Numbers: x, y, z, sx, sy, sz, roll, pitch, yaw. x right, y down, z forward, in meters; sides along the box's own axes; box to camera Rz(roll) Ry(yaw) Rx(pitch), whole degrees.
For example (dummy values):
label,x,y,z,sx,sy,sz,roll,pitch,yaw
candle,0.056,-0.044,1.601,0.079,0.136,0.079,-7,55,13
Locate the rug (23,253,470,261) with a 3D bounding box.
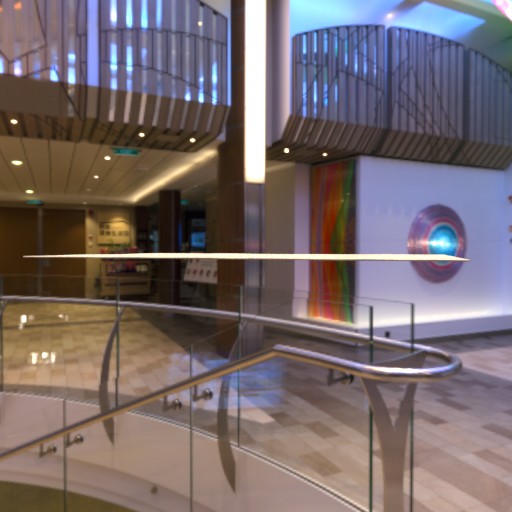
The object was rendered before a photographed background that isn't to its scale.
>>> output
label,x,y,z,sx,sy,sz,roll,pitch,yaw
rug,0.000,0.000,2.983,2.442,0.016,1.527,0,1,19
